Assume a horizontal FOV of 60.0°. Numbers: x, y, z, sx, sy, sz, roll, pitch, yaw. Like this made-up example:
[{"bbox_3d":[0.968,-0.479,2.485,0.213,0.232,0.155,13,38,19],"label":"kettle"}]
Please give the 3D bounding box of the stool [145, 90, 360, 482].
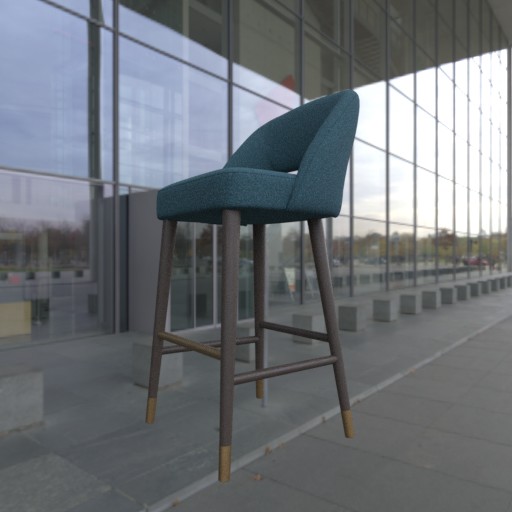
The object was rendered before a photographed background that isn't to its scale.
[{"bbox_3d":[0.000,0.000,1.340,0.522,1.032,0.536,0,0,-36],"label":"stool"}]
